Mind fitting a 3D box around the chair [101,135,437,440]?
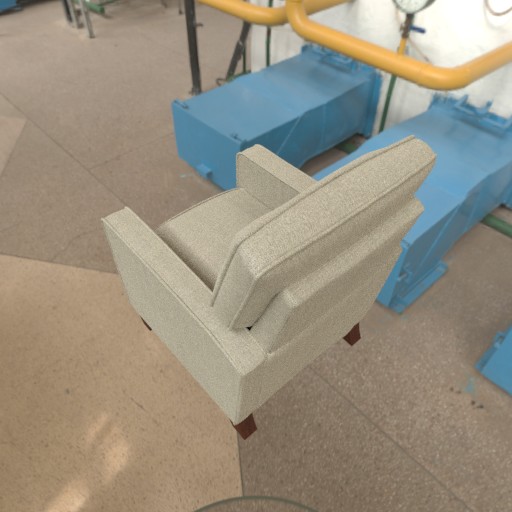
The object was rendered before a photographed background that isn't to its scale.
[{"bbox_3d":[0.000,0.000,1.395,0.648,0.888,0.754,-32,54,-28],"label":"chair"}]
